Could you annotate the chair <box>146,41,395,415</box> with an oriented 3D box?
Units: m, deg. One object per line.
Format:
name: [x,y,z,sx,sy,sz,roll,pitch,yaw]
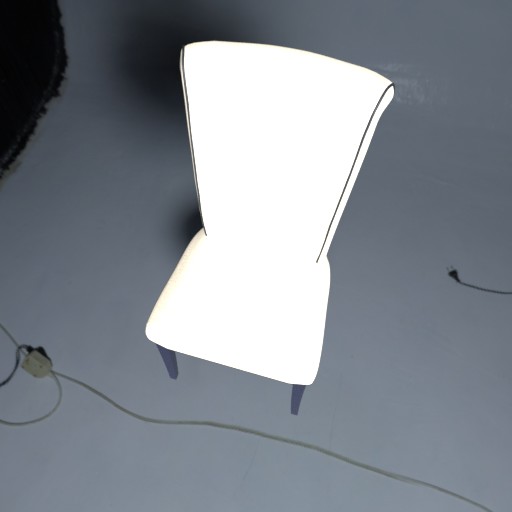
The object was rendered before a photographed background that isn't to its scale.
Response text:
chair: [0.000,0.000,1.332,0.522,0.997,0.623,14,61,8]
